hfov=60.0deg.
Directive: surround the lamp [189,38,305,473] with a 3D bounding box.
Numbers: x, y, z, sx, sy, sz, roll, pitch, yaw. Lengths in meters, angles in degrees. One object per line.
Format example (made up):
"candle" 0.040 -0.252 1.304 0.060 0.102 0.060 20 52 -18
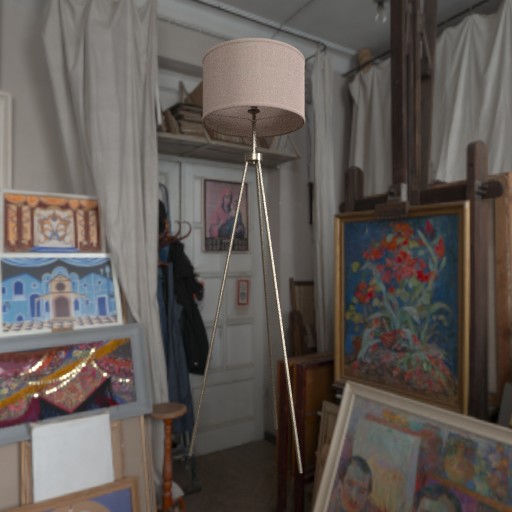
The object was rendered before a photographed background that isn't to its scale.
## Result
"lamp" 0.000 0.000 1.790 0.449 1.545 0.460 0 -1 19
